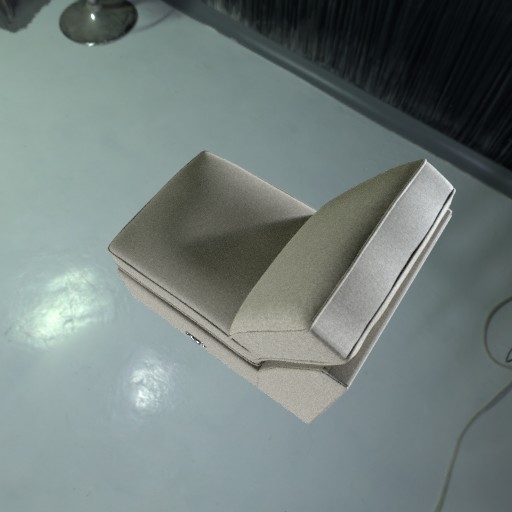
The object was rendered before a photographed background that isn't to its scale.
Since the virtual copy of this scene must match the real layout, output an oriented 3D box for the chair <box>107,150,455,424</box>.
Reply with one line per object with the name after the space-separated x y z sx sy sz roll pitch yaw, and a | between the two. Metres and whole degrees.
0.000 0.000 1.679 1.020 1.058 0.674 32 67 15 | chair
